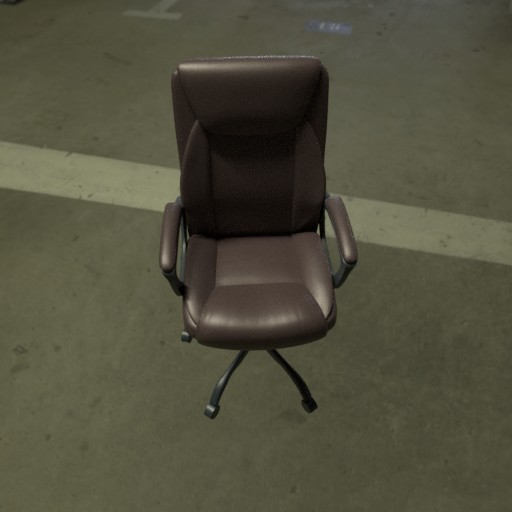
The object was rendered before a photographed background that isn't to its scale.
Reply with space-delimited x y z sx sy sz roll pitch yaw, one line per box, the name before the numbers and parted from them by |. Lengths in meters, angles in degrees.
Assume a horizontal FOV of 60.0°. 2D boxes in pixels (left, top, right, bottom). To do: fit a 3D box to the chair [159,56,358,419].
chair | 0.000 0.000 1.460 0.615 1.072 0.655 -3 46 -2
